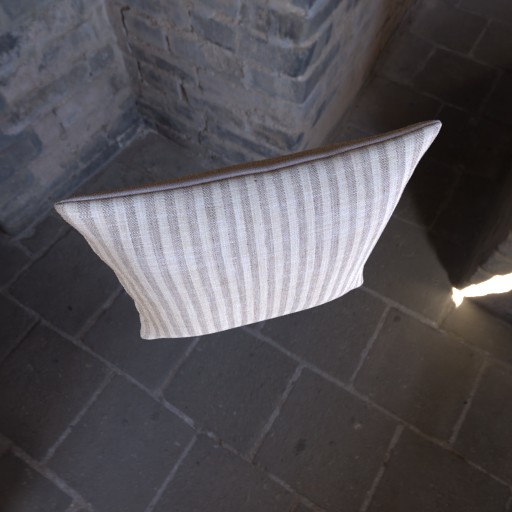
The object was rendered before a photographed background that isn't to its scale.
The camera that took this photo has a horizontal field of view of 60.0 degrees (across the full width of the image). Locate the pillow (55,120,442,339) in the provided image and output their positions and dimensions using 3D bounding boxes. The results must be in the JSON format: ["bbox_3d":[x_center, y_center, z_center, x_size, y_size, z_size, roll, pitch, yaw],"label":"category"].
[{"bbox_3d":[0.000,0.000,0.791,0.523,0.510,0.166,-13,63,-7],"label":"pillow"}]
